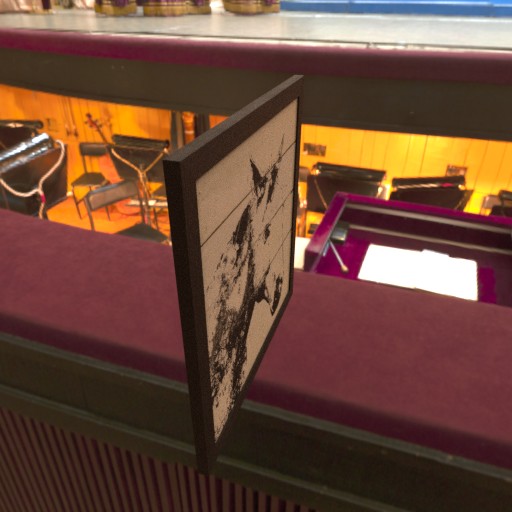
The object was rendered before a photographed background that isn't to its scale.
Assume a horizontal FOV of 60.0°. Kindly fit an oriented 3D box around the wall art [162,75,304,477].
[{"bbox_3d":[0.000,0.000,1.530,0.038,1.016,1.016,10,33,16],"label":"wall art"}]
